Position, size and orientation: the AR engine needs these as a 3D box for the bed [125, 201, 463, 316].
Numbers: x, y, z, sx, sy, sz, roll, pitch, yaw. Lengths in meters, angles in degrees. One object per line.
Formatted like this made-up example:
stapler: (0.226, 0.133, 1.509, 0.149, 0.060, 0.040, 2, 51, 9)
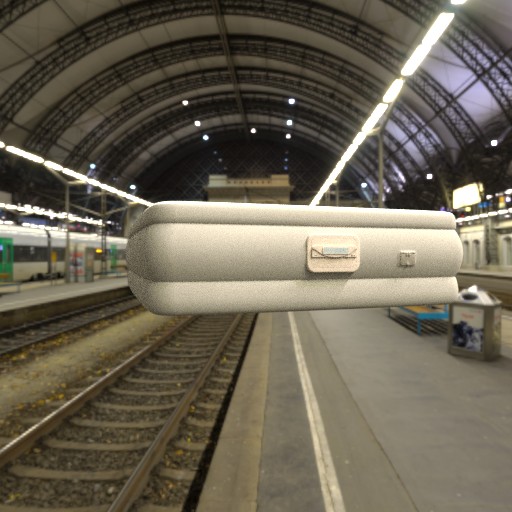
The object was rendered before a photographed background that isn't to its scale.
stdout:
bed: (0.000, 0.000, 2.757, 1.520, 0.460, 2.036, 0, 0, -19)
